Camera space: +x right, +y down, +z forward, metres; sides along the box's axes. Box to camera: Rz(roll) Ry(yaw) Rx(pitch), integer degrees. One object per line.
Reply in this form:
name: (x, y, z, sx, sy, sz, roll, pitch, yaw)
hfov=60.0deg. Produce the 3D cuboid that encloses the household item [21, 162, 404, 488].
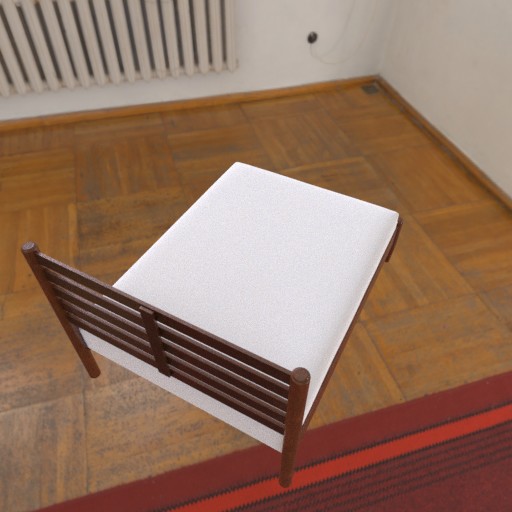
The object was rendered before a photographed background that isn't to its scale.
household item: (0.000, 0.000, 3.225, 1.663, 1.356, 2.232, 21, 50, 19)
